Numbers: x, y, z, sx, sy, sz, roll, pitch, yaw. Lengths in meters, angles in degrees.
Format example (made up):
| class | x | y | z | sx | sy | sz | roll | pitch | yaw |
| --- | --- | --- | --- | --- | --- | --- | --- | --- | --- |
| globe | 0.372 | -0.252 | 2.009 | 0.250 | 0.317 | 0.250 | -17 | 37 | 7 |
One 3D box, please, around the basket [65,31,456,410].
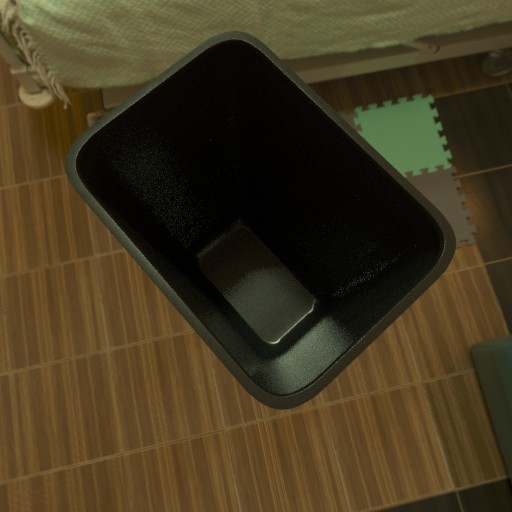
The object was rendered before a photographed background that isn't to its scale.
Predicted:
| class | x | y | z | sx | sy | sz | roll | pitch | yaw |
| --- | --- | --- | --- | --- | --- | --- | --- | --- | --- |
| basket | 0.000 | 0.000 | 0.744 | 0.287 | 0.521 | 0.394 | -41 | 80 | -9 |
